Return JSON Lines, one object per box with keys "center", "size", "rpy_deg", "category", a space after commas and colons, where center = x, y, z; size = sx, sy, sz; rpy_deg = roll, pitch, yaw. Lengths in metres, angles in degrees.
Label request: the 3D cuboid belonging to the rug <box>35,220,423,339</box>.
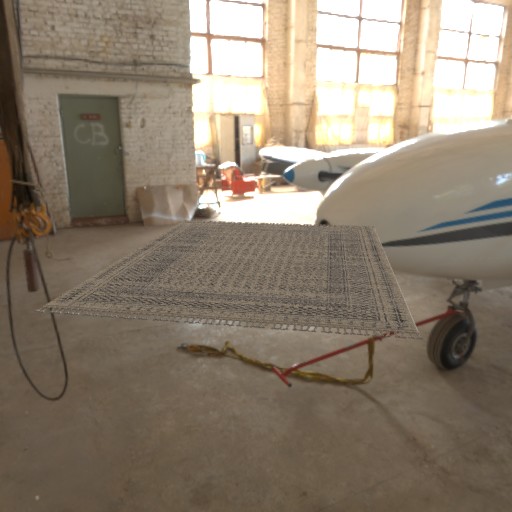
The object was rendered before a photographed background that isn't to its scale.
{"center": [0.000, 0.000, 3.940], "size": [2.312, 0.013, 2.940], "rpy_deg": [3, 16, 9], "category": "rug"}
